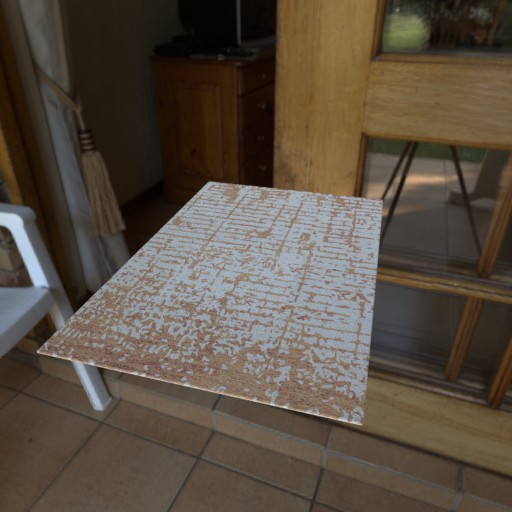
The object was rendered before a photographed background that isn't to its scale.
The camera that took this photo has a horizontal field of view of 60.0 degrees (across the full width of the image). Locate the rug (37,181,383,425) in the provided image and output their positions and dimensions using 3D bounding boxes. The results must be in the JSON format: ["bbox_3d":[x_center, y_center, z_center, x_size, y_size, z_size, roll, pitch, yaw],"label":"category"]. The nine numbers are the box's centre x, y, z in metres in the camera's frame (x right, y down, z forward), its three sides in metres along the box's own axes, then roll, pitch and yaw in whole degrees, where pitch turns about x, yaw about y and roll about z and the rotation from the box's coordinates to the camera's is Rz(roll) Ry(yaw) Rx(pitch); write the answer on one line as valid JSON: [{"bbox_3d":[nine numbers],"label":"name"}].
[{"bbox_3d":[0.000,0.000,2.297,1.219,0.011,1.829,8,32,13],"label":"rug"}]
